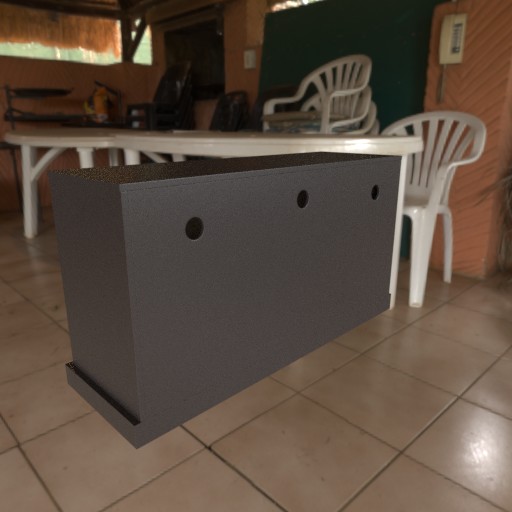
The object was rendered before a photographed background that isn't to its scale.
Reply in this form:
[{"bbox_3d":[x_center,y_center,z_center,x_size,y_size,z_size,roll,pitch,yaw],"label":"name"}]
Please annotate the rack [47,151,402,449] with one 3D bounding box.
[{"bbox_3d":[0.000,0.000,1.519,1.206,0.635,0.399,-16,23,-42],"label":"rack"}]
